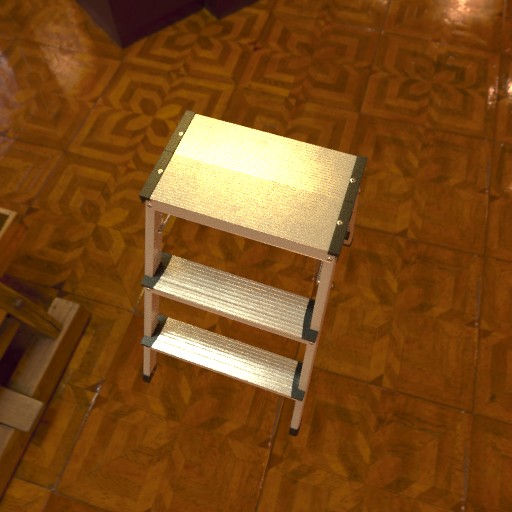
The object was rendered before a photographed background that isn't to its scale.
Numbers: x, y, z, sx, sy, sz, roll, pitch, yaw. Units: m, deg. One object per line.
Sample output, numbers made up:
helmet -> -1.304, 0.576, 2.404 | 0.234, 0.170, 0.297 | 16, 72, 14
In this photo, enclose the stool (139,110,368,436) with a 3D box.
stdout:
stool -> 0.000, 0.000, 1.026 | 0.437, 0.605, 0.622 | 17, 64, 9
